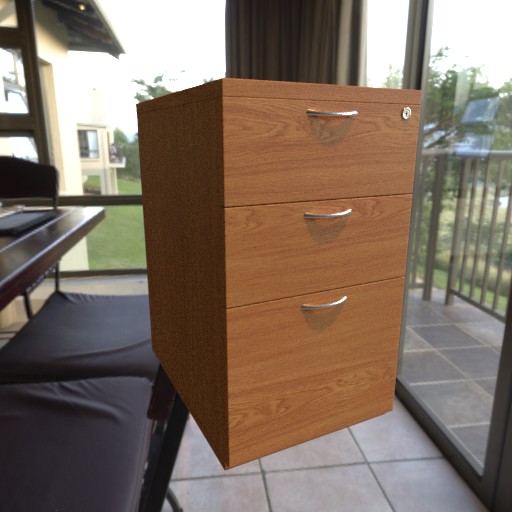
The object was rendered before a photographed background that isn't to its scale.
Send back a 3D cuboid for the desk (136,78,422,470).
[{"bbox_3d":[0.000,0.000,1.084,0.404,0.730,0.600,-7,17,-26],"label":"desk"}]
